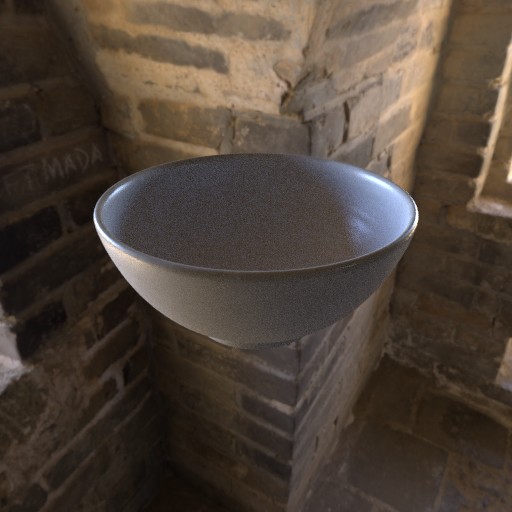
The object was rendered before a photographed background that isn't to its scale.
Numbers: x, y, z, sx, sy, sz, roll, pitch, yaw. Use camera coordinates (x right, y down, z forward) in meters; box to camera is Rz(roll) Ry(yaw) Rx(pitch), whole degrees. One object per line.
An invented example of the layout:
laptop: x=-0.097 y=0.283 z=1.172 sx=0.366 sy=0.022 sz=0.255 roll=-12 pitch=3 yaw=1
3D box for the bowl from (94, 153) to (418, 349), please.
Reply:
bowl: x=0.000 y=0.000 z=0.412 sx=0.268 sy=0.121 sz=0.268 roll=0 pitch=29 yaw=0
